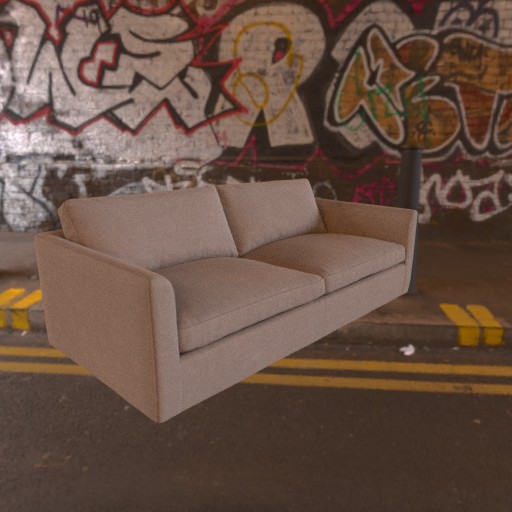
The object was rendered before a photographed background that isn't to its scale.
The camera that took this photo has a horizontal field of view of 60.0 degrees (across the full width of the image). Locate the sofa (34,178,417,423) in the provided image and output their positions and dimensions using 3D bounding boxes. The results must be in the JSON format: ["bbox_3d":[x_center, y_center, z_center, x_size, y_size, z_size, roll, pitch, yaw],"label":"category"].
[{"bbox_3d":[0.000,0.000,2.784,1.090,0.838,2.588,13,20,42],"label":"sofa"}]
